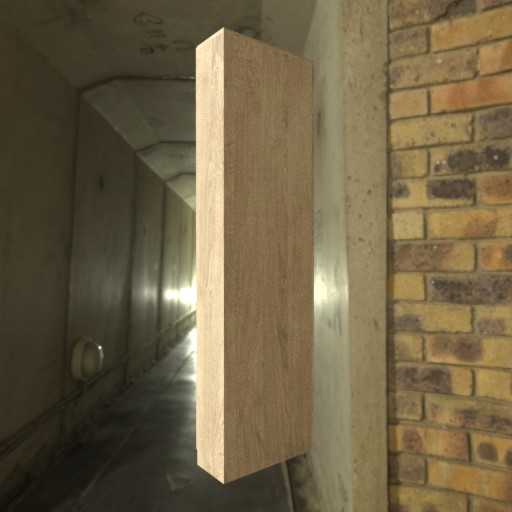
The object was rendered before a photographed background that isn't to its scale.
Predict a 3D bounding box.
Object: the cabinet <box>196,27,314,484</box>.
[{"bbox_3d":[0.000,0.000,1.982,0.500,1.790,0.230,0,0,-38],"label":"cabinet"}]
